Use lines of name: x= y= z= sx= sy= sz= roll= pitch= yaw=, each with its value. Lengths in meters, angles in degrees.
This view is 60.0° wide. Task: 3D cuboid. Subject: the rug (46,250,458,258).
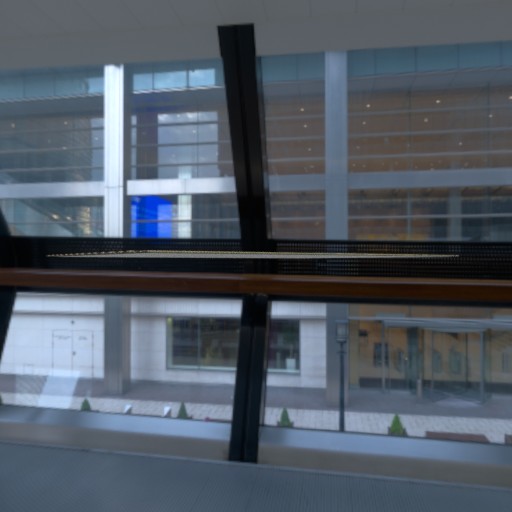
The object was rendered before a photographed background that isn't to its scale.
rug: x=0.000 y=0.000 z=2.329 sx=1.802 sy=0.008 sz=1.247 roll=1 pitch=-1 yaw=-36
